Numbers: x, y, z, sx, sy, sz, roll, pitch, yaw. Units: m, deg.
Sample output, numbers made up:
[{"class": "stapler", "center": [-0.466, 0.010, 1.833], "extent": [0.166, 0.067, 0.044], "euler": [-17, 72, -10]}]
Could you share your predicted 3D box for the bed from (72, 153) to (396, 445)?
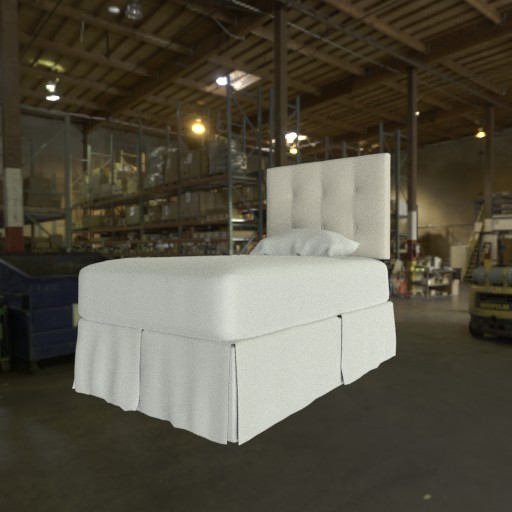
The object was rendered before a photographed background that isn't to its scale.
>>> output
[{"class": "bed", "center": [0.000, 0.000, 2.979], "extent": [1.261, 1.571, 1.997], "euler": [1, 1, 37]}]
